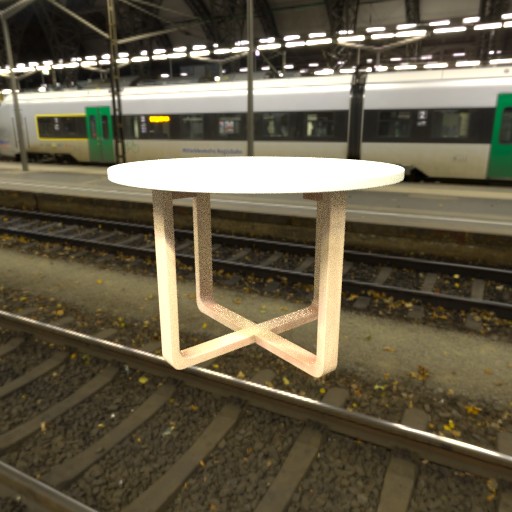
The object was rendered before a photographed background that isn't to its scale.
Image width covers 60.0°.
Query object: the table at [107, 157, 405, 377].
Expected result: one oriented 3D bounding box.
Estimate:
[{"bbox_3d":[0.000,0.000,0.995,0.600,0.400,0.600,0,16,0],"label":"table"}]
